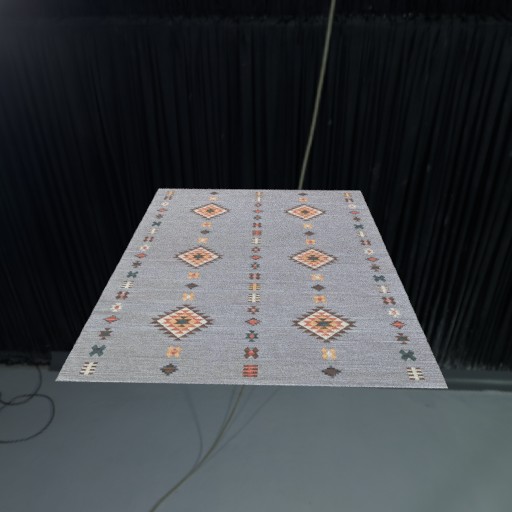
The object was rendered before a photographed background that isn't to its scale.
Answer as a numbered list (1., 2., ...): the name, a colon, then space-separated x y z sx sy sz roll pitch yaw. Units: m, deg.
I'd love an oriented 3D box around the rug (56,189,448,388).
1. rug: 0.000 0.000 4.026 2.425 0.008 3.035 1 31 1
